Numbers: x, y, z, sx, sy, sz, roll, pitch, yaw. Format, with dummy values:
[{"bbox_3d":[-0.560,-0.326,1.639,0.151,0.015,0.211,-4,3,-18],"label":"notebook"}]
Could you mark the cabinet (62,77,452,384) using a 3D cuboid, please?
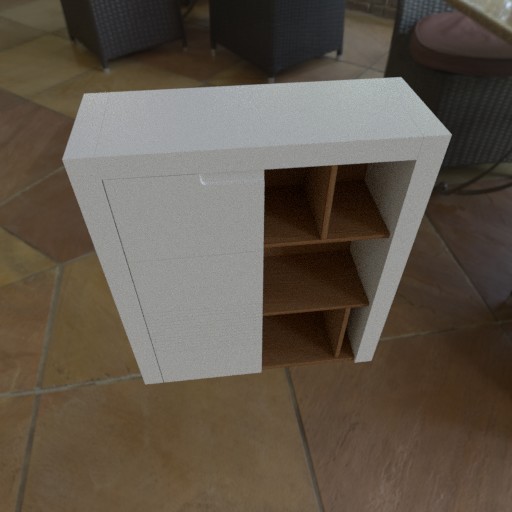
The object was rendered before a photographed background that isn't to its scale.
[{"bbox_3d":[0.000,0.000,1.650,0.990,1.150,0.348,-5,46,-5],"label":"cabinet"}]
